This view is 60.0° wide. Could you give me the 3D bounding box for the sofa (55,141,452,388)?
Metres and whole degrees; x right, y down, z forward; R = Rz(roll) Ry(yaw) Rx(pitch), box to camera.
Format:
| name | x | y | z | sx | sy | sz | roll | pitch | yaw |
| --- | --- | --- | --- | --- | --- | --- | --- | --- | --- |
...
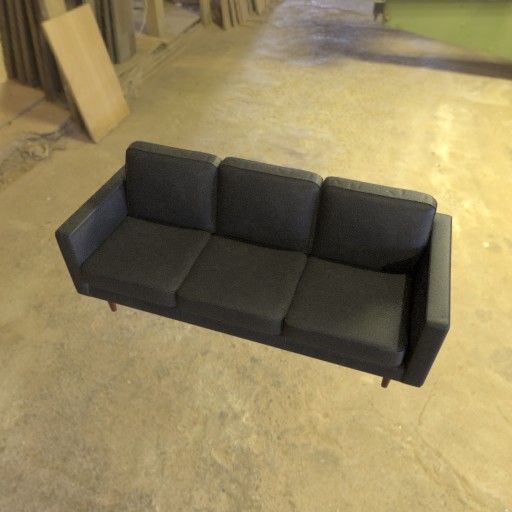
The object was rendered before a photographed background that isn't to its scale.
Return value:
| name | x | y | z | sx | sy | sz | roll | pitch | yaw |
| --- | --- | --- | --- | --- | --- | --- | --- | --- | --- |
| sofa | 0.000 | 0.000 | 2.565 | 2.029 | 0.899 | 0.879 | 13 | 44 | 14 |
